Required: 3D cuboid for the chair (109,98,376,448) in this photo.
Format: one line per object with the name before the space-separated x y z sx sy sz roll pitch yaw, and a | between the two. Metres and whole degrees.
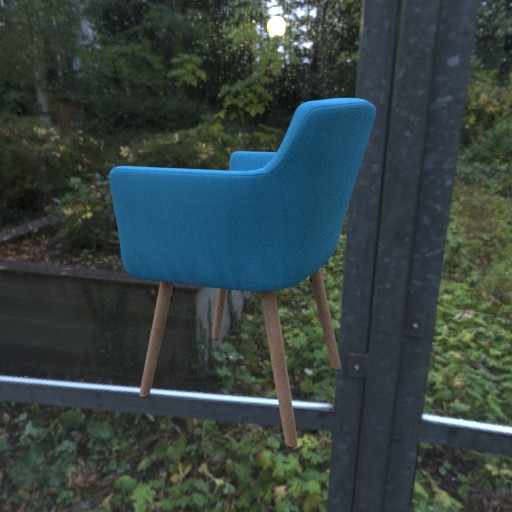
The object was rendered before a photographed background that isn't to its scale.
chair | 0.000 0.000 1.178 0.540 0.780 0.570 8 19 25
